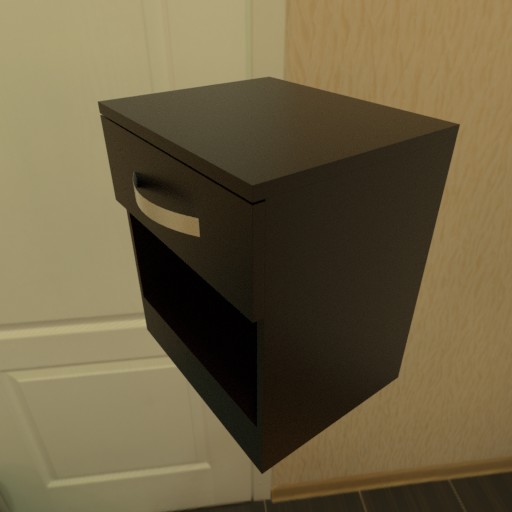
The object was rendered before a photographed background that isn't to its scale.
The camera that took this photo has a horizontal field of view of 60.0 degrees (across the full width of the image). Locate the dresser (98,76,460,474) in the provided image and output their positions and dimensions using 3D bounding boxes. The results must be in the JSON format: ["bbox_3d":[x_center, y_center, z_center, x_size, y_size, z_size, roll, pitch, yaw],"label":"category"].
[{"bbox_3d":[0.000,0.000,0.743,0.360,0.470,0.400,-22,38,-30],"label":"dresser"}]
